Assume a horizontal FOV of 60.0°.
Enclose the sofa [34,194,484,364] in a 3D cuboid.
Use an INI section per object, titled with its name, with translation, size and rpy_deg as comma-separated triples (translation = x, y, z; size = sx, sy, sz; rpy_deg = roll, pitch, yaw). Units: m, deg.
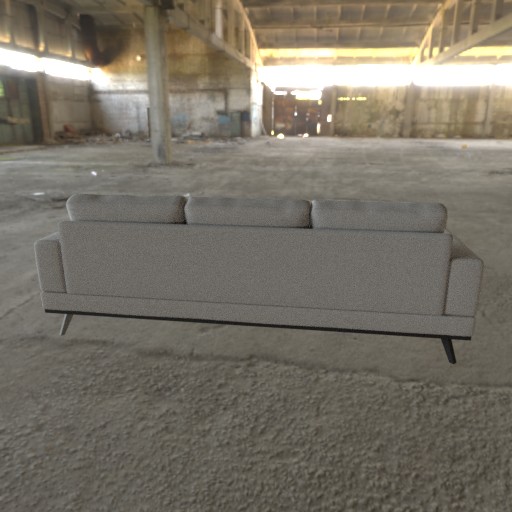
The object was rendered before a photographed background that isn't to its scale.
[sofa]
translation = 0.000, 0.000, 2.702
size = 2.310, 0.810, 0.920
rpy_deg = 2, 17, 8
